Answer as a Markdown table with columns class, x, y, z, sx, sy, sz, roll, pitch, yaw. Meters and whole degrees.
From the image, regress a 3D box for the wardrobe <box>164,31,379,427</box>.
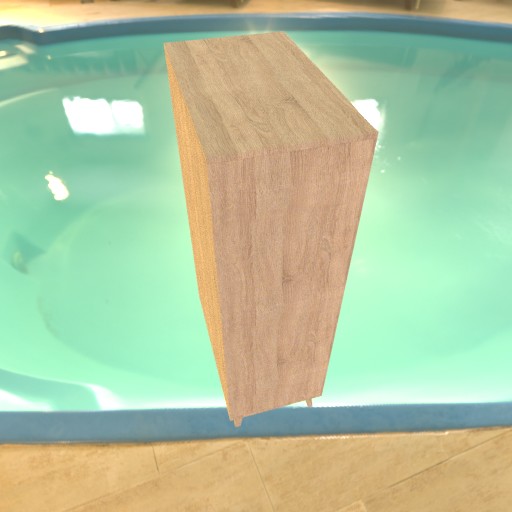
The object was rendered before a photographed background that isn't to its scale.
| class | x | y | z | sx | sy | sz | roll | pitch | yaw |
| --- | --- | --- | --- | --- | --- | --- | --- | --- | --- |
| wardrobe | 0.000 | 0.000 | 2.440 | 0.600 | 1.960 | 1.000 | -11 | 46 | -11 |
